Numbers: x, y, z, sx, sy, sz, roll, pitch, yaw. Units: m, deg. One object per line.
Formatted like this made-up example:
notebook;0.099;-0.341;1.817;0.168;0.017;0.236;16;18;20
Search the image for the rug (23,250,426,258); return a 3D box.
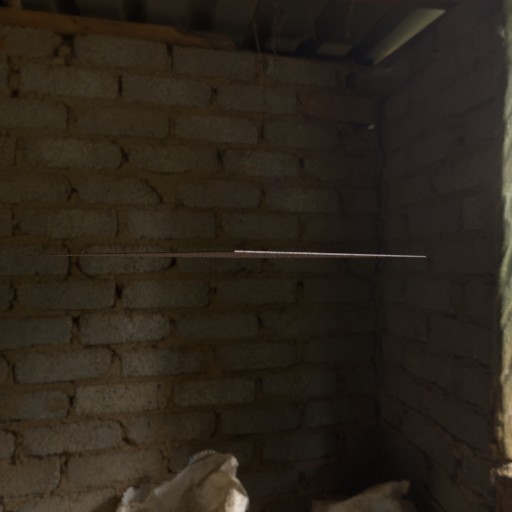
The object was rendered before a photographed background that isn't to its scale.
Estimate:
rug;0.000;0.000;2.325;1.219;0.005;1.829;0;-1;37
